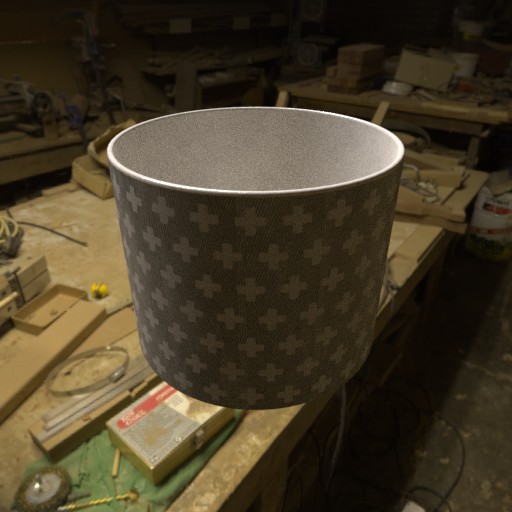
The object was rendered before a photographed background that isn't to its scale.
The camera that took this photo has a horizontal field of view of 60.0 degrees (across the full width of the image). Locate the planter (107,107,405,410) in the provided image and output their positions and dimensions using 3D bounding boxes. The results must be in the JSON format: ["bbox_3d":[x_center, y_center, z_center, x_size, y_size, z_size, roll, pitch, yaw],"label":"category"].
[{"bbox_3d":[0.000,0.000,0.339,0.190,0.181,0.190,0,31,0],"label":"planter"}]
